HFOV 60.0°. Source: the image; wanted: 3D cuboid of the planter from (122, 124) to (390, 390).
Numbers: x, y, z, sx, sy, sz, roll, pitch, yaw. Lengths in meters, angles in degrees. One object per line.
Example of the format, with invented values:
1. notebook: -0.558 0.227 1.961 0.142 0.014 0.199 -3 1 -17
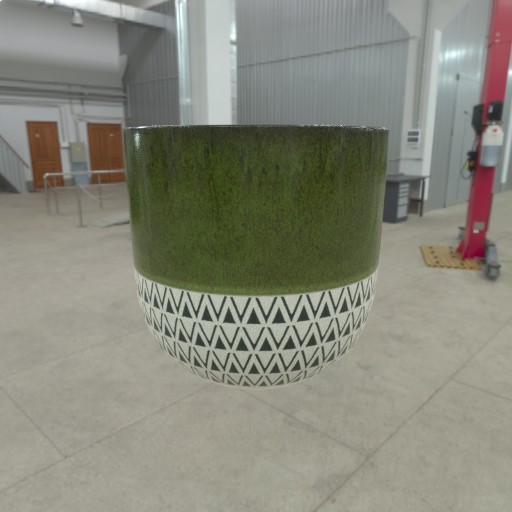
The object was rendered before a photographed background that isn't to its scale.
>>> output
1. planter: 0.000 0.000 0.491 0.266 0.270 0.266 0 14 0
